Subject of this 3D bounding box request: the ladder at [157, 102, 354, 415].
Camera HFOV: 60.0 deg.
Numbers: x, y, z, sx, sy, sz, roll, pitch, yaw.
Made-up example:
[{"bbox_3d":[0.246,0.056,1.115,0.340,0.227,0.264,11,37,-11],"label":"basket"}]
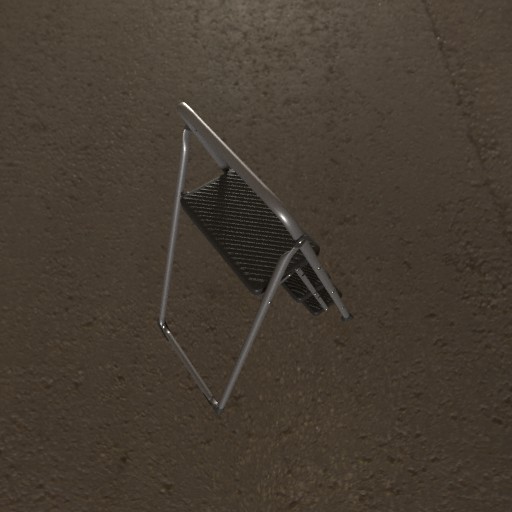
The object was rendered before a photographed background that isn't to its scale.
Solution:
[{"bbox_3d":[0.000,0.000,1.296,0.629,0.945,0.430,-32,64,-18],"label":"ladder"}]
